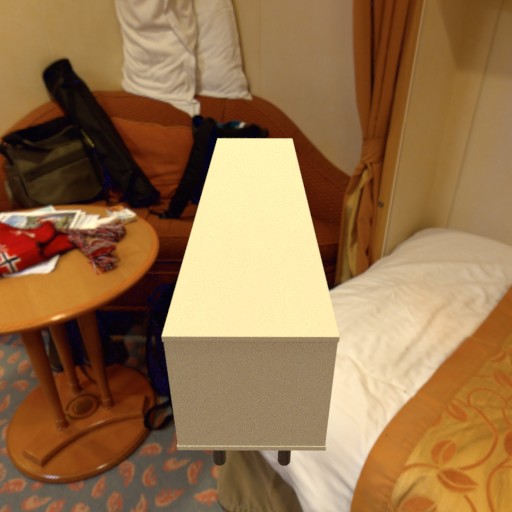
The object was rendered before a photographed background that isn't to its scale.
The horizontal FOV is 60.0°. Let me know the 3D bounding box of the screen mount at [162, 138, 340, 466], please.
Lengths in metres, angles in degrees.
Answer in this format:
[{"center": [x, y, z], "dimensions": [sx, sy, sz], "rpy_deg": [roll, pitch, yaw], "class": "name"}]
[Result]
[{"center": [0.000, 0.000, 1.816], "dimensions": [0.418, 0.520, 1.600], "rpy_deg": [0, 30, 0], "class": "screen mount"}]
